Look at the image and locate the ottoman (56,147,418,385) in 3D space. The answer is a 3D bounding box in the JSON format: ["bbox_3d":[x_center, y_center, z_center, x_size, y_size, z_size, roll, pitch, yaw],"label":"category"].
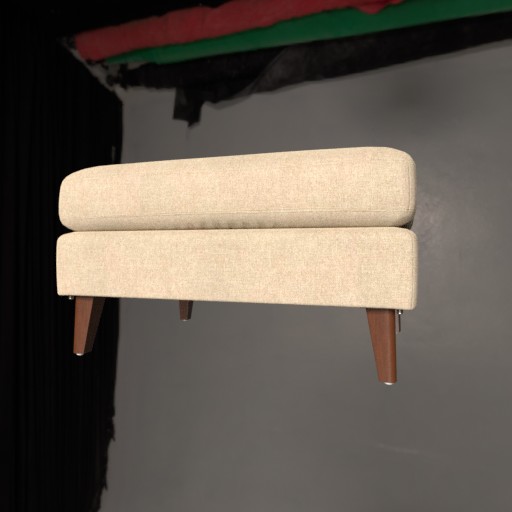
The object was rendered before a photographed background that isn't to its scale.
[{"bbox_3d":[0.000,0.000,1.214,0.823,0.478,0.610,0,1,19],"label":"ottoman"}]
